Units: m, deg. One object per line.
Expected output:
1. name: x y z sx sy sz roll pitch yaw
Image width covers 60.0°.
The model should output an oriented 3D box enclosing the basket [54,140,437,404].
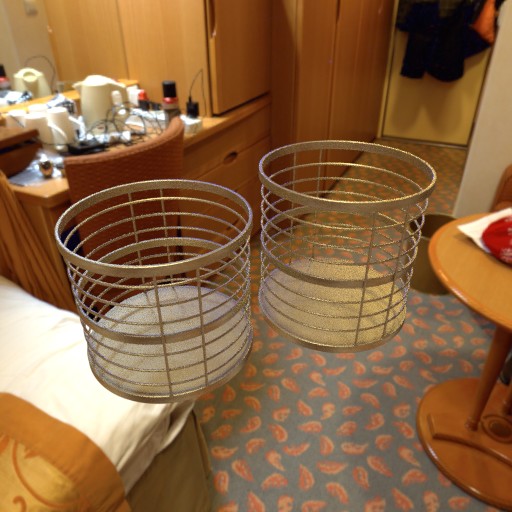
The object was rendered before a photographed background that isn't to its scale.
1. basket: 0.000 0.000 0.945 0.746 0.351 0.356 -11 33 -17
